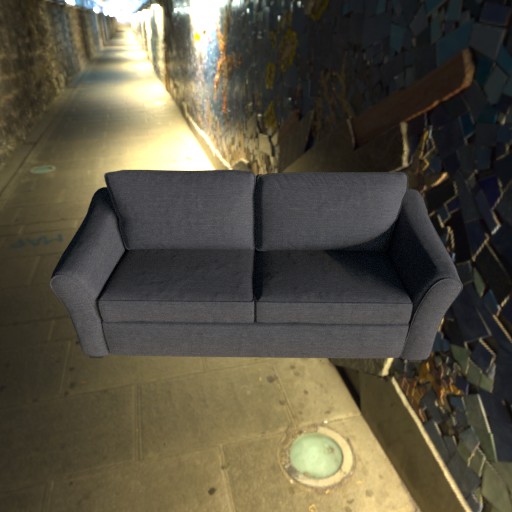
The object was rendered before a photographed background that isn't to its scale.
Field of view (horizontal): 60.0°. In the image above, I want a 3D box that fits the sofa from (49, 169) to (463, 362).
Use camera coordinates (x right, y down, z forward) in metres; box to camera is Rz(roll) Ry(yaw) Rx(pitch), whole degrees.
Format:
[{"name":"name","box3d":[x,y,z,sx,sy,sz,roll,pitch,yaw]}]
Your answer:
[{"name":"sofa","box3d":[0.000,0.000,2.811,2.270,0.950,0.971,0,28,1]}]
